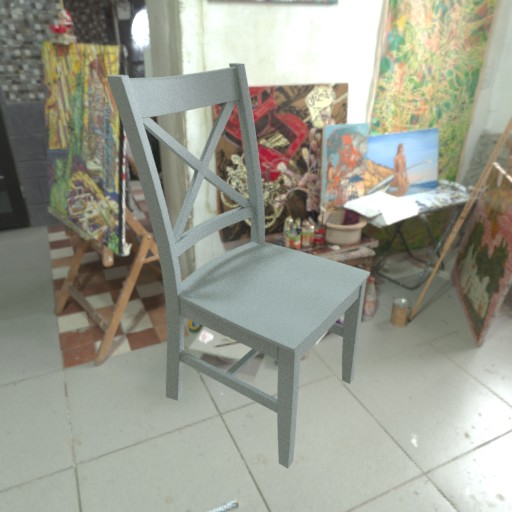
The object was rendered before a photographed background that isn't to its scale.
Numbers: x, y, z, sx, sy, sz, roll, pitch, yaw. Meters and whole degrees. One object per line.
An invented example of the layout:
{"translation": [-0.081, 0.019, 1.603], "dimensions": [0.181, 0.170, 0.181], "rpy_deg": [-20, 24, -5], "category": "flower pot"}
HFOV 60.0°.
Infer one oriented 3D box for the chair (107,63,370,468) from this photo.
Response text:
{"translation": [0.000, 0.000, 1.285], "dimensions": [0.542, 0.983, 0.485], "rpy_deg": [18, 33, 31], "category": "chair"}
